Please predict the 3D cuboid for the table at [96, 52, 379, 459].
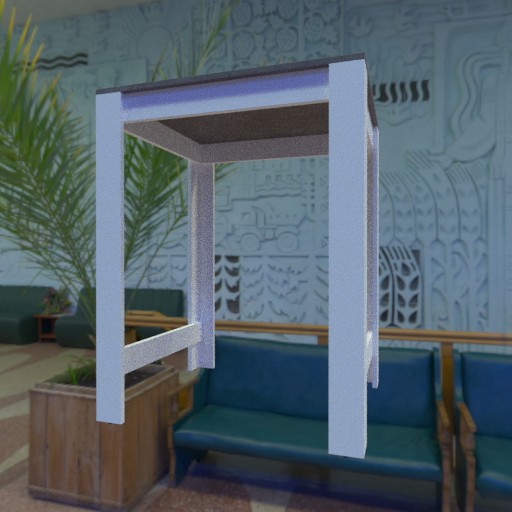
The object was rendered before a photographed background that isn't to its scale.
[{"bbox_3d":[0.000,0.000,1.563,0.800,1.020,0.700,0,0,18],"label":"table"}]
